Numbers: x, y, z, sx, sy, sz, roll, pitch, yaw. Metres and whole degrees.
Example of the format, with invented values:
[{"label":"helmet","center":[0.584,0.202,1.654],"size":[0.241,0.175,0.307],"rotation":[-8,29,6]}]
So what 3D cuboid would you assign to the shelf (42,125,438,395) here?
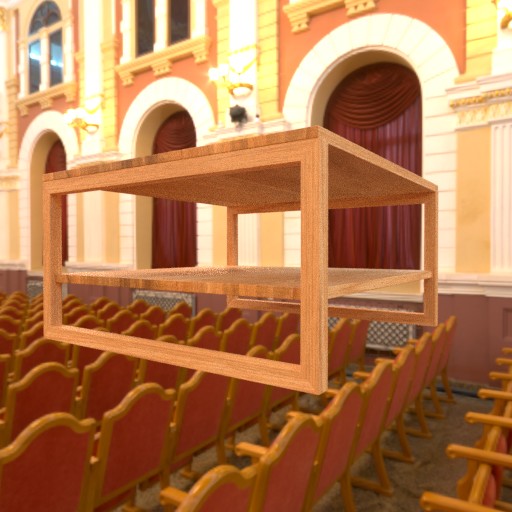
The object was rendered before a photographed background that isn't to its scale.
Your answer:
[{"label":"shelf","center":[0.000,0.000,1.412],"size":[0.899,0.480,0.899],"rotation":[1,1,35]}]
